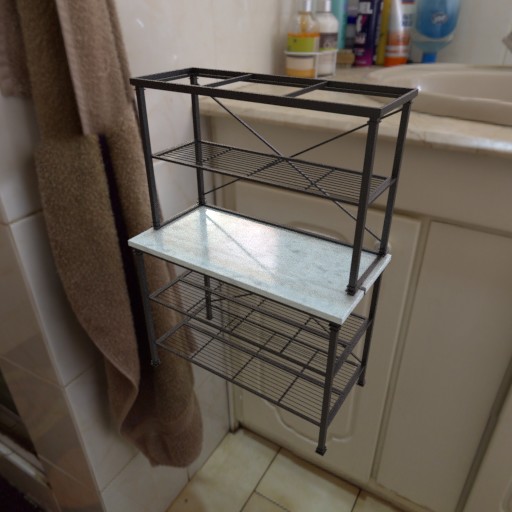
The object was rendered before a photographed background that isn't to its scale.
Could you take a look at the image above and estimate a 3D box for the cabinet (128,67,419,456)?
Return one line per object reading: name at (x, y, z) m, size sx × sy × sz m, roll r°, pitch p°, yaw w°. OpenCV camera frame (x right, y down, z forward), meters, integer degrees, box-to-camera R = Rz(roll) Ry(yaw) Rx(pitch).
cabinet at (0.000, 0.000, 2.280) m, size 1.210 × 1.659 × 0.610 m, roll 18°, pitch 35°, yaw 28°
